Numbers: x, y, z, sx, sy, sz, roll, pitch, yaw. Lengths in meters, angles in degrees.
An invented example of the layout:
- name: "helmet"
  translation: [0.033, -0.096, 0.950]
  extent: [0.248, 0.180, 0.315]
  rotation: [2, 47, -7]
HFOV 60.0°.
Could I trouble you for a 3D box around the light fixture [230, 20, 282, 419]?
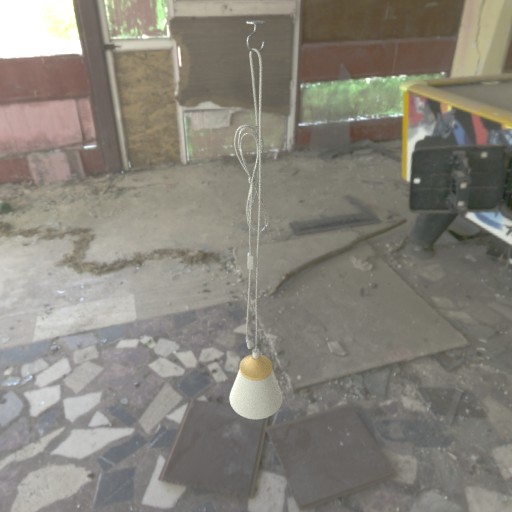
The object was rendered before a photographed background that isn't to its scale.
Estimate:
- name: "light fixture"
  translation: [0.000, 0.000, 1.030]
  extent: [0.153, 0.966, 0.153]
  rotation: [10, 33, 15]
